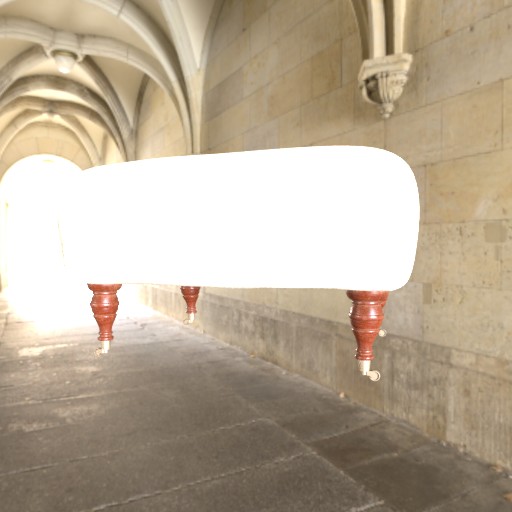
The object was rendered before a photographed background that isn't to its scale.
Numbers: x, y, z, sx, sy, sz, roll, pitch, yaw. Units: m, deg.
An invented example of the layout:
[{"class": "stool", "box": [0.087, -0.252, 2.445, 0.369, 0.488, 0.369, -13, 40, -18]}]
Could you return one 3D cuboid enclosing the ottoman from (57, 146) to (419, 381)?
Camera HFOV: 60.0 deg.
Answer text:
[{"class": "ottoman", "box": [0.000, 0.000, 1.102, 0.747, 0.450, 0.622, 0, 1, 18]}]
